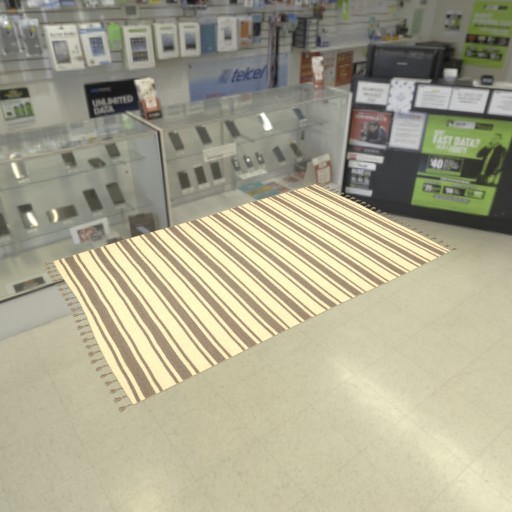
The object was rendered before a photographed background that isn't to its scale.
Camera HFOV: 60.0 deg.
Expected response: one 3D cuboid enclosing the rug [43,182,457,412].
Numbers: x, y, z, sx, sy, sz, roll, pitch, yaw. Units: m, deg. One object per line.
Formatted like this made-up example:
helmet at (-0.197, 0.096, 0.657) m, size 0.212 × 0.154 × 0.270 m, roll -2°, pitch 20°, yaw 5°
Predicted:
rug at (0.000, 0.000, 2.575) m, size 2.096 × 0.011 × 1.229 m, roll -20°, pitch 38°, yaw -29°
